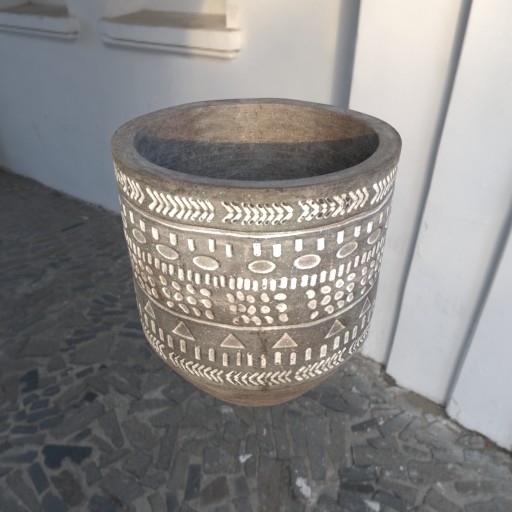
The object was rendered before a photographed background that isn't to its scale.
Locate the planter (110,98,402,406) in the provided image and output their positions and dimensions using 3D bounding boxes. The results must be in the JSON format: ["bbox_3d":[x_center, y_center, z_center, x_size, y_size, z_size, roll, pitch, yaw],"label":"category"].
[{"bbox_3d":[0.000,0.000,0.224,0.122,0.128,0.122,0,33,0],"label":"planter"}]
